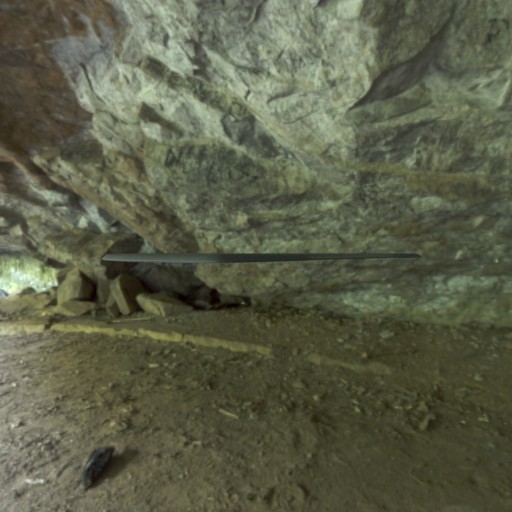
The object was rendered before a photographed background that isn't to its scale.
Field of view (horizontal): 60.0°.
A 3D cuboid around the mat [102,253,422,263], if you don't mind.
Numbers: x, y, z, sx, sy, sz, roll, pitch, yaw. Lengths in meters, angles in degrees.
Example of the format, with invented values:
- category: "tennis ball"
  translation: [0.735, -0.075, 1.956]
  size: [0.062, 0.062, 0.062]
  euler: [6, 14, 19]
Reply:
- category: "mat"
  translation: [0.000, 0.000, 1.805]
  size: [0.917, 0.022, 1.525]
  euler: [0, 0, 36]
